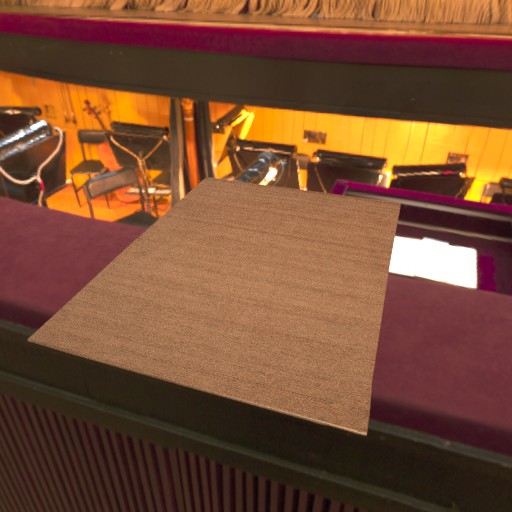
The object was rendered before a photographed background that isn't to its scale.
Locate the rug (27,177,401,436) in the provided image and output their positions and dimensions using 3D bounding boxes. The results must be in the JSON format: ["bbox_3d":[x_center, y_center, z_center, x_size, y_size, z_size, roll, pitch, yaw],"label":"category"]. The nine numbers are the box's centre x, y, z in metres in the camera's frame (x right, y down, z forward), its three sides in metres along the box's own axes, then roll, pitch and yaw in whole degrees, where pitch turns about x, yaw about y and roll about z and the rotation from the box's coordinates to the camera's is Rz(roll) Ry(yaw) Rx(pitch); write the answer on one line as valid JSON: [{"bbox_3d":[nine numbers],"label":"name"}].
[{"bbox_3d":[0.000,0.000,4.890,2.873,0.053,3.778,11,34,16],"label":"rug"}]
